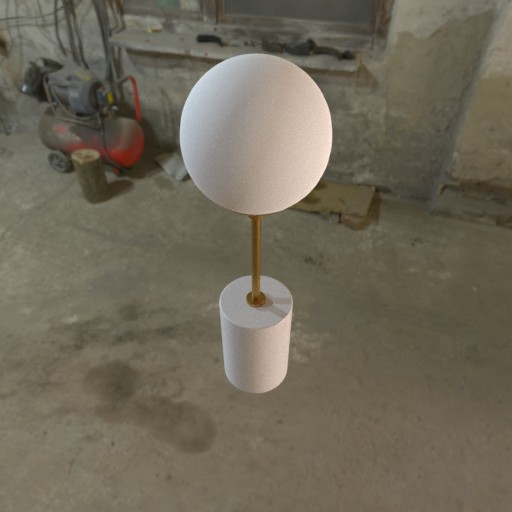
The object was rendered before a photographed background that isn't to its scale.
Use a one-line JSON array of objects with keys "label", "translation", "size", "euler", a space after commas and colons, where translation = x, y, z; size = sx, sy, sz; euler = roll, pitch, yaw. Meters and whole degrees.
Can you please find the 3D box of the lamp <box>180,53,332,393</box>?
[{"label": "lamp", "translation": [0.000, 0.000, 0.560], "size": [0.153, 0.480, 0.153], "euler": [0, 42, 0]}]
